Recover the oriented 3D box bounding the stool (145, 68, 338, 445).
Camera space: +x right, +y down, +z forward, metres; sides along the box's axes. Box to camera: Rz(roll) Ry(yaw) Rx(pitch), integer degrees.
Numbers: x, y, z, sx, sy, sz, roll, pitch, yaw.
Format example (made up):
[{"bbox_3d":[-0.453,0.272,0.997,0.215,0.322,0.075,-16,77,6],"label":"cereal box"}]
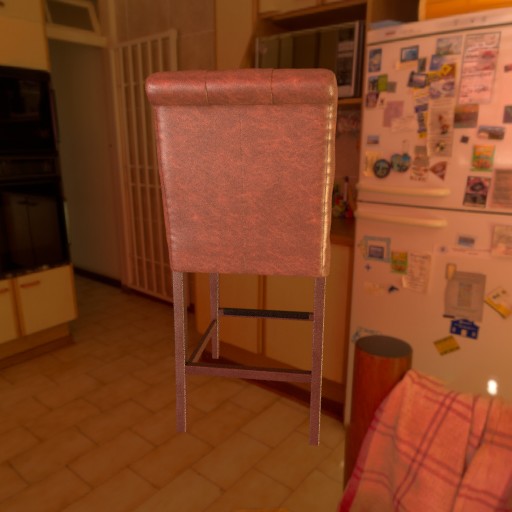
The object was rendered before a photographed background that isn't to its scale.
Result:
[{"bbox_3d":[0.000,0.000,1.483,0.486,1.084,0.660,2,15,8],"label":"stool"}]
